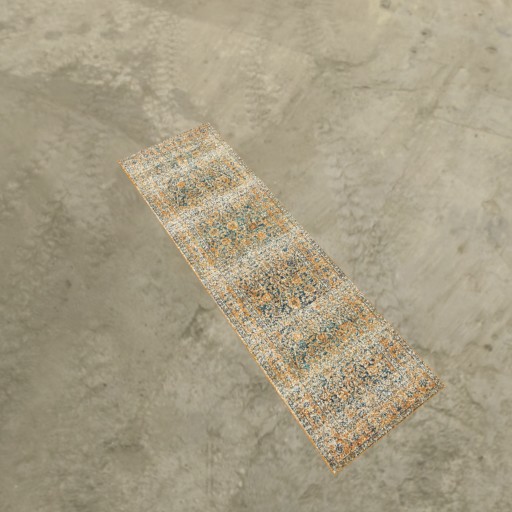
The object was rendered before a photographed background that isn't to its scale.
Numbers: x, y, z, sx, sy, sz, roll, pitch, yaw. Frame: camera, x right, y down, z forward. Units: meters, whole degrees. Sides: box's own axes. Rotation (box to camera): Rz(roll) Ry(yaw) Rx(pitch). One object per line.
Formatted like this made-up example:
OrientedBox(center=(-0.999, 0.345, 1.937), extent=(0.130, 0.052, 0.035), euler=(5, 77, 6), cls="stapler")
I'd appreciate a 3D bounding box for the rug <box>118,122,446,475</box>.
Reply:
OrientedBox(center=(0.000, 0.000, 2.571), extent=(0.704, 0.014, 2.294), euler=(-30, 62, -17), cls="rug")
